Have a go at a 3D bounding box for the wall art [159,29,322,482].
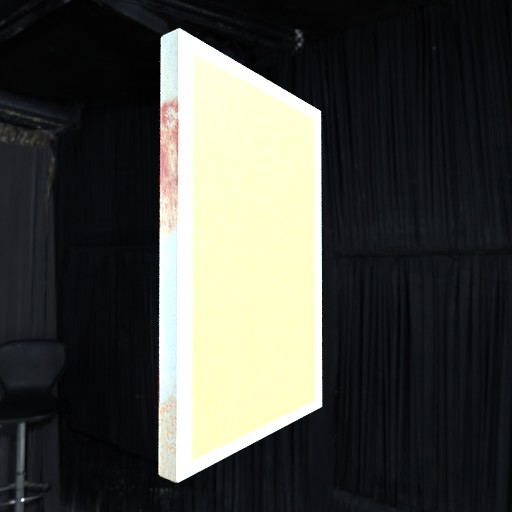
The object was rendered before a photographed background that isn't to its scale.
[{"bbox_3d":[0.000,0.000,0.764,0.038,0.610,0.401,-1,-2,37],"label":"wall art"}]
